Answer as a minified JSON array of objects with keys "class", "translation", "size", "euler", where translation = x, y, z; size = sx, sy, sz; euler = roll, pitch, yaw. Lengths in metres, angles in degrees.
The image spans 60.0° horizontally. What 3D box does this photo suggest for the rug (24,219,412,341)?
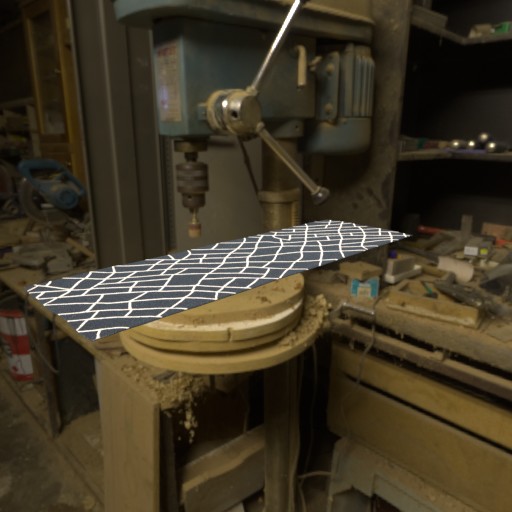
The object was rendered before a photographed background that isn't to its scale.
[{"class":"rug","translation":[0.000,0.000,2.743],"size":[2.476,0.010,0.807],"euler":[-15,22,-41]}]
